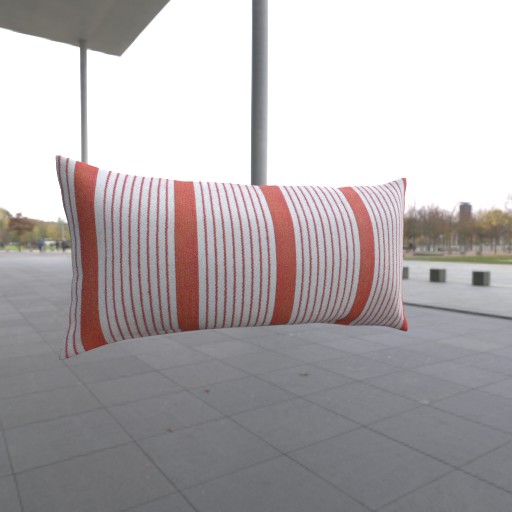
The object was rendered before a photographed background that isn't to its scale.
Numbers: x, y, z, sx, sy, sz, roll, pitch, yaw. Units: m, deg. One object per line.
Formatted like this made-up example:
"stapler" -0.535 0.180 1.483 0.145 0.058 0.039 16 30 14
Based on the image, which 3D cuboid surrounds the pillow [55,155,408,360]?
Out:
"pillow" 0.000 0.000 0.737 0.608 0.297 0.151 -1 2 -19
